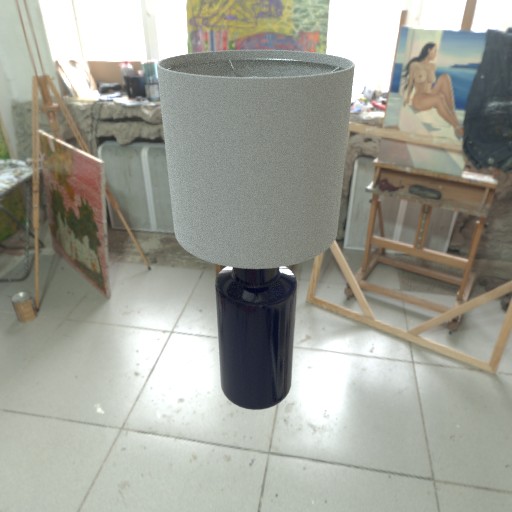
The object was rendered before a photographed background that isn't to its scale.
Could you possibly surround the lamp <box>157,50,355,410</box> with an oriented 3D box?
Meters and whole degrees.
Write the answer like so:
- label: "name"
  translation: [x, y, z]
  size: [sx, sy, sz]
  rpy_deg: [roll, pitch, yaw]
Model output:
- label: "lamp"
  translation: [0.000, 0.000, 0.607]
  size: [0.212, 0.493, 0.212]
  rpy_deg: [-10, 32, -16]
